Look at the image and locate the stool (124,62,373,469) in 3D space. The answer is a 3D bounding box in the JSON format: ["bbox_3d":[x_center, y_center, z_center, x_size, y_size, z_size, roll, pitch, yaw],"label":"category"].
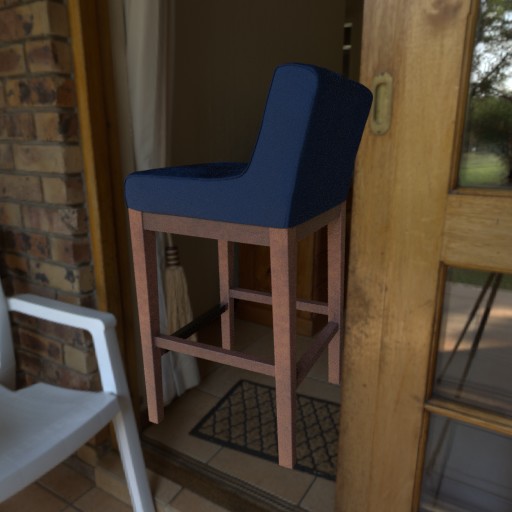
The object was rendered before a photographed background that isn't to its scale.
[{"bbox_3d":[0.000,0.000,1.266,0.516,0.945,0.511,7,17,25],"label":"stool"}]
